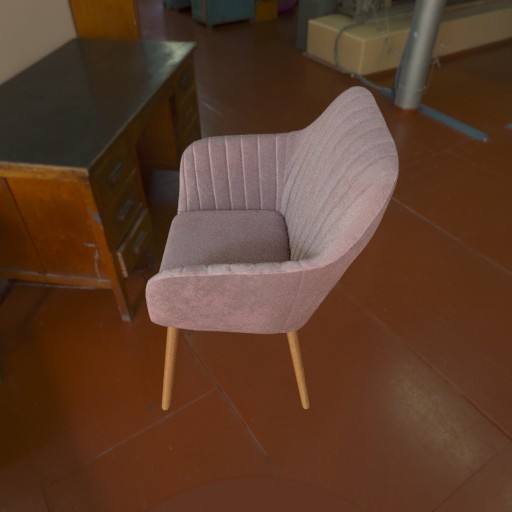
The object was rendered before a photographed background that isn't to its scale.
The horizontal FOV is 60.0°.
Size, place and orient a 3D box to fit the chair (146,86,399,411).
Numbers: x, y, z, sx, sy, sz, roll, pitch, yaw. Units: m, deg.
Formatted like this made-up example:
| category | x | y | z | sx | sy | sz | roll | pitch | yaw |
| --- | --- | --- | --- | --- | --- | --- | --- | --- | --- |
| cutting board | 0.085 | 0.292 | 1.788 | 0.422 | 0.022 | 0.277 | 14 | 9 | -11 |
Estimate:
| category | x | y | z | sx | sy | sz | roll | pitch | yaw |
| --- | --- | --- | --- | --- | --- | --- | --- | --- | --- |
| chair | 0.000 | 0.000 | 1.248 | 0.570 | 0.832 | 0.610 | 0 | 42 | 1 |
